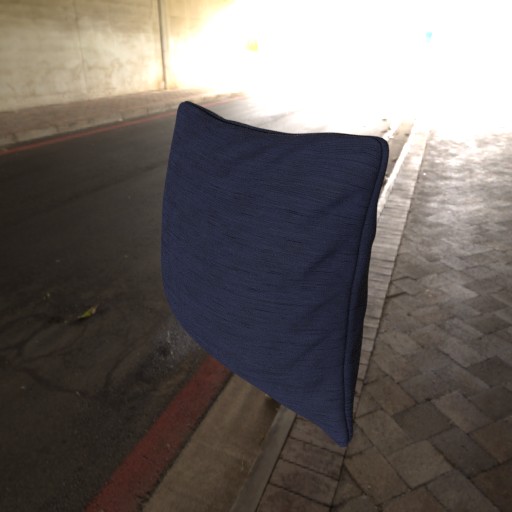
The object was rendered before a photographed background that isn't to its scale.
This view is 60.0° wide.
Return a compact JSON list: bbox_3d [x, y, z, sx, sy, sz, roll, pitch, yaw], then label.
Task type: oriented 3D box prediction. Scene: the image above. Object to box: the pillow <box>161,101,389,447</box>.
[{"bbox_3d":[0.000,0.000,0.672,0.246,0.414,0.432,-17,30,-32],"label":"pillow"}]
